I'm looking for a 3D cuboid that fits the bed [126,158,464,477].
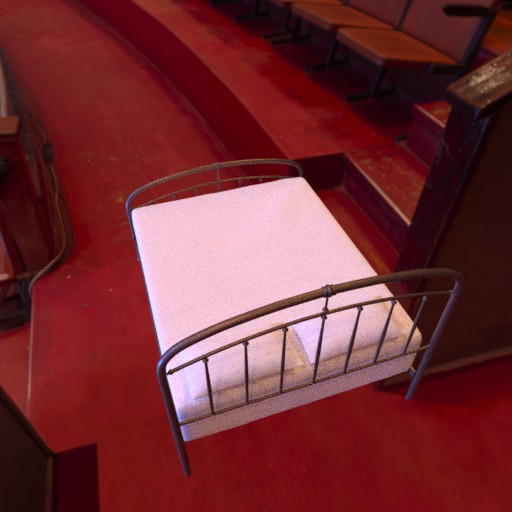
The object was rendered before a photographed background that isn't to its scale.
[{"bbox_3d":[0.000,0.000,3.282,1.711,1.475,2.168,-13,45,-14],"label":"bed"}]
